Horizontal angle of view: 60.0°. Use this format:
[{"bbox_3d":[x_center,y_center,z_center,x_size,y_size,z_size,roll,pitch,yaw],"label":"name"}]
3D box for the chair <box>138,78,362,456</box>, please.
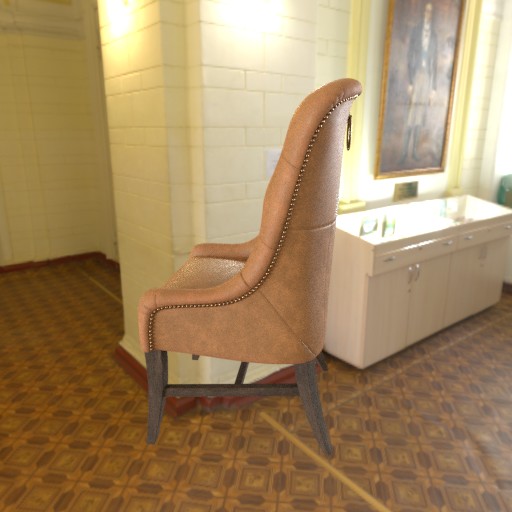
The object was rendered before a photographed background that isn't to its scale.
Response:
[{"bbox_3d":[0.000,0.000,1.483,0.629,1.091,0.634,2,16,7],"label":"chair"}]
